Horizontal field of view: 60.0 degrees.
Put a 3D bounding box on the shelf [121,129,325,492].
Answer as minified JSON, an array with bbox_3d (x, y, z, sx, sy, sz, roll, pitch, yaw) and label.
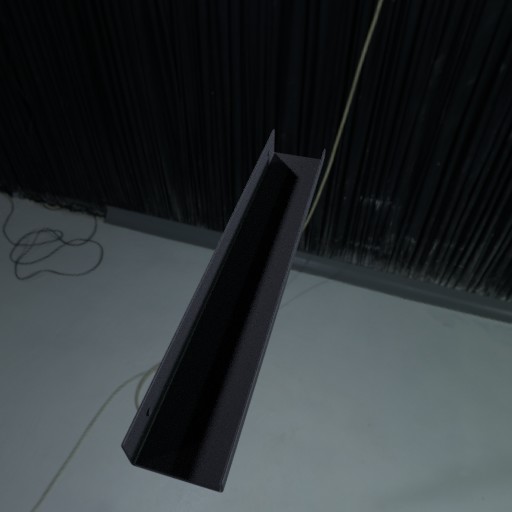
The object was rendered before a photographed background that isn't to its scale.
[{"bbox_3d":[0.000,0.000,0.636,0.102,0.053,0.605,11,47,11],"label":"shelf"}]
